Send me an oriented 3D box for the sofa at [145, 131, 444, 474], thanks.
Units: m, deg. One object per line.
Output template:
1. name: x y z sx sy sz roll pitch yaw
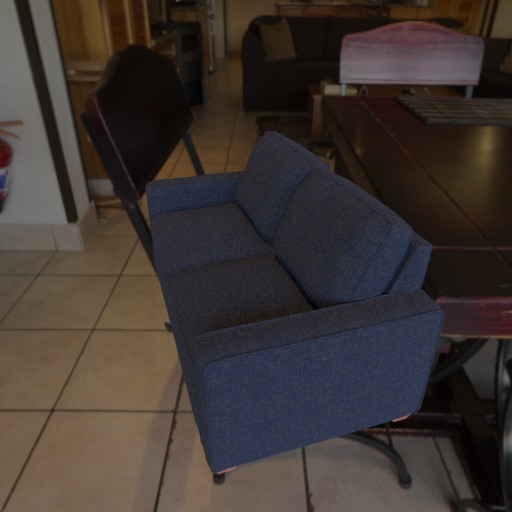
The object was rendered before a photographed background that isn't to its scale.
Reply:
1. sofa: 0.000 0.000 2.268 0.947 0.918 1.709 -9 31 -16
